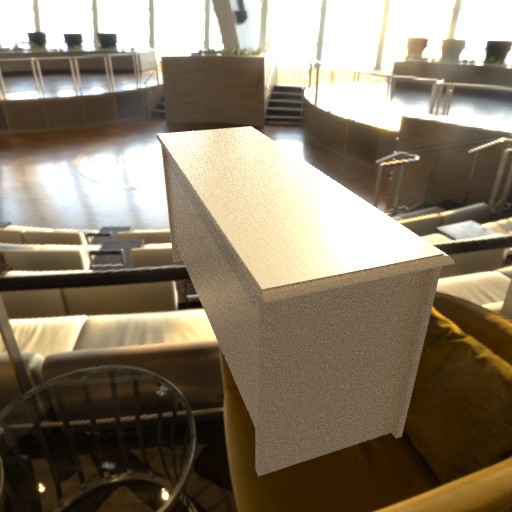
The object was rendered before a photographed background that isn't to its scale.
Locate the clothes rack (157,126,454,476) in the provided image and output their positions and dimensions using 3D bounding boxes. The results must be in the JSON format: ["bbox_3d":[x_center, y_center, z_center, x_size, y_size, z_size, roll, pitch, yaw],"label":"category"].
[{"bbox_3d":[0.000,0.000,1.453,0.405,0.558,1.218,-10,30,-17],"label":"clothes rack"}]
